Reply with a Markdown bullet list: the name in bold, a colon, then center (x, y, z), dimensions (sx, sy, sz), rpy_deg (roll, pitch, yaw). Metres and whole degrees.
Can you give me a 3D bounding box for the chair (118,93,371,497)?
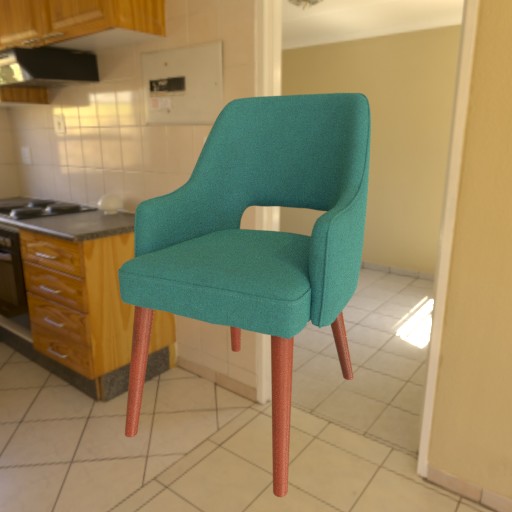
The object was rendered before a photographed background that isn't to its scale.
- **chair**: center (0.000, 0.000, 1.169), dimensions (0.548, 0.849, 0.605), rpy_deg (8, 17, 27)
